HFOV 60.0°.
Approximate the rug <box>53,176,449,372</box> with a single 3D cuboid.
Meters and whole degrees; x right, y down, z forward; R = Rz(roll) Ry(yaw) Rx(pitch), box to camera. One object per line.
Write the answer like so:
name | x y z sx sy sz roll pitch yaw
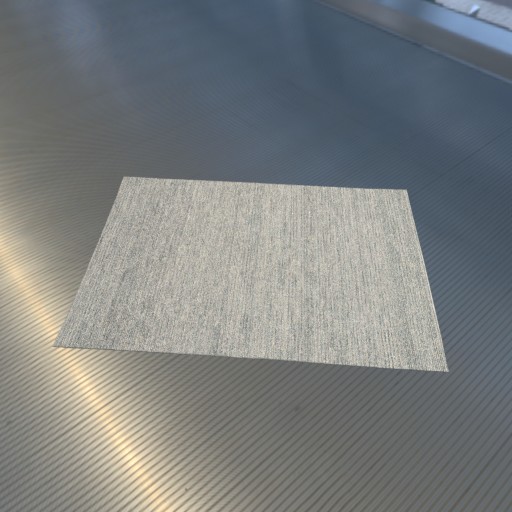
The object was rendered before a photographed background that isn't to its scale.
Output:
rug | 0.000 0.000 3.114 2.338 0.030 1.616 3 48 3
